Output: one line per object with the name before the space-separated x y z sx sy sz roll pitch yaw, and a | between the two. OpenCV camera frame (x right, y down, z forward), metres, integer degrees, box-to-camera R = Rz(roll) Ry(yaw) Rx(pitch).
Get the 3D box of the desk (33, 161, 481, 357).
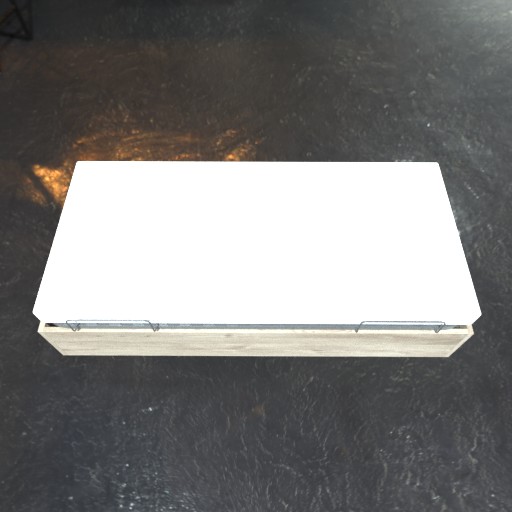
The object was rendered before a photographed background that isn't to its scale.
desk | 0.000 0.000 2.224 1.900 0.455 0.900 0 58 0
